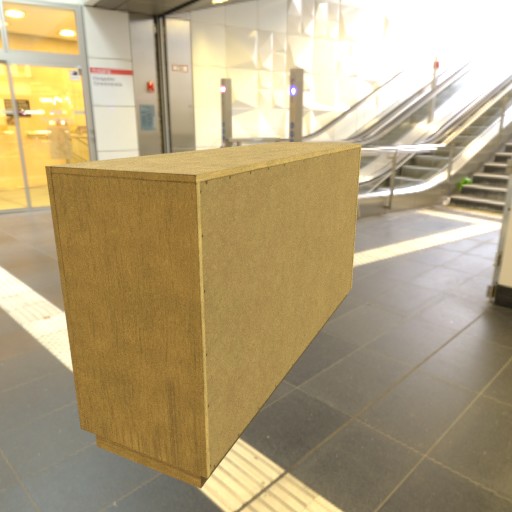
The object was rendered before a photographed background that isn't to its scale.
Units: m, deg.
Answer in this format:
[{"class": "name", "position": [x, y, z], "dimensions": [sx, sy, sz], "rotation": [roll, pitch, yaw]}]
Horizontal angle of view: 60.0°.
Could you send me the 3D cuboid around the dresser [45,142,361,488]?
[{"class": "dresser", "position": [0.000, 0.000, 1.925], "dimensions": [0.483, 0.889, 1.628], "rotation": [8, 19, 25]}]
